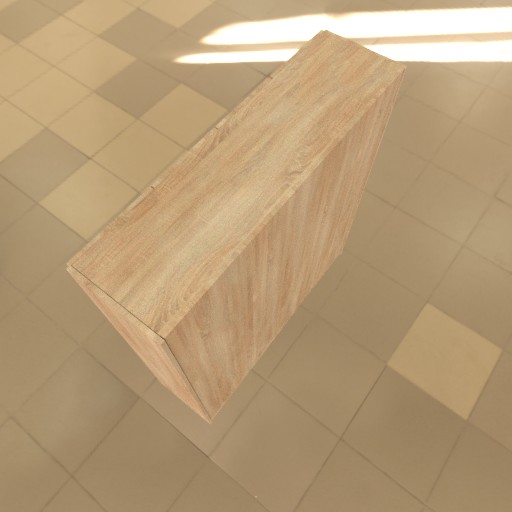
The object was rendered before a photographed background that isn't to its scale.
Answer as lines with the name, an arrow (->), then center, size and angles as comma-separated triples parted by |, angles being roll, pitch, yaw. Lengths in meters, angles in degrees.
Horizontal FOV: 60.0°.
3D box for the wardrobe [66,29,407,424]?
wardrobe -> 0.000, 0.000, 3.120 | 0.598, 2.159, 1.998 | 34, 67, 17
